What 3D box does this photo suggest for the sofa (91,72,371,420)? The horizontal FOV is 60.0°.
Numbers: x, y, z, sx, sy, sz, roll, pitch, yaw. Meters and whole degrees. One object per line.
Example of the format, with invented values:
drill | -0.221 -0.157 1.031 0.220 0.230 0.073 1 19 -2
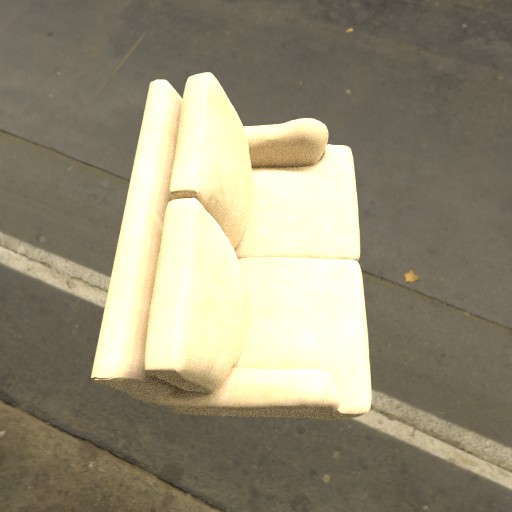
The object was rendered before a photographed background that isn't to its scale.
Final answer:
sofa | 0.000 0.000 2.218 1.086 1.087 1.498 2 63 1
